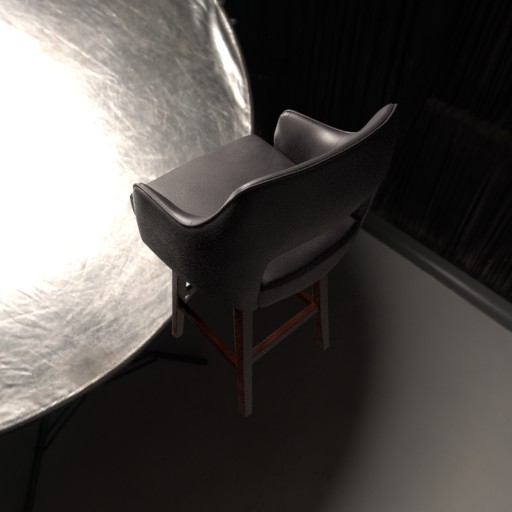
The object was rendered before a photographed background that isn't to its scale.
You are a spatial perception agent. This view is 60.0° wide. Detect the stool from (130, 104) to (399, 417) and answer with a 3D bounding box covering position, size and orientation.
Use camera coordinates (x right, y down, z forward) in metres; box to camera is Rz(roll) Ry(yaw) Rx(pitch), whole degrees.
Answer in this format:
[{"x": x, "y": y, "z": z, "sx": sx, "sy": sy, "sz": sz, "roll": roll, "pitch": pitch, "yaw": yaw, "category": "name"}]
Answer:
[{"x": 0.000, "y": 0.000, "z": 1.315, "sx": 0.550, "sy": 1.041, "sz": 0.560, "roll": -33, "pitch": 56, "yaw": -26, "category": "stool"}]
